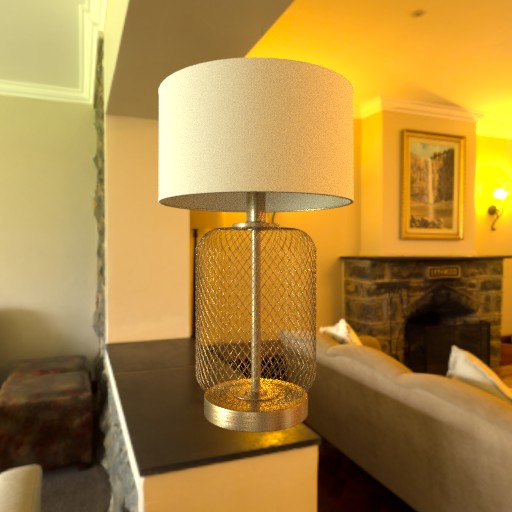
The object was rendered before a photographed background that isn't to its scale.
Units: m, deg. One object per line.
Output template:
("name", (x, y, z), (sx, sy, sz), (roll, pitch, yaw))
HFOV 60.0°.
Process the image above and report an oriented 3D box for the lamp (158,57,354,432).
("lamp", (0.000, 0.000, 0.819), (0.353, 0.578, 0.353), (0, 1, 0))
